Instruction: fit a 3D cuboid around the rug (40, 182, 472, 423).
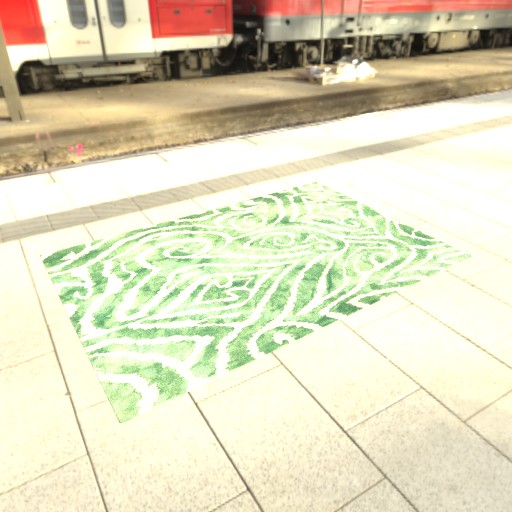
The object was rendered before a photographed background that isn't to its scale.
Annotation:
[{"bbox_3d":[0.000,0.000,2.248,1.826,0.006,1.220,-19,36,-28],"label":"rug"}]
